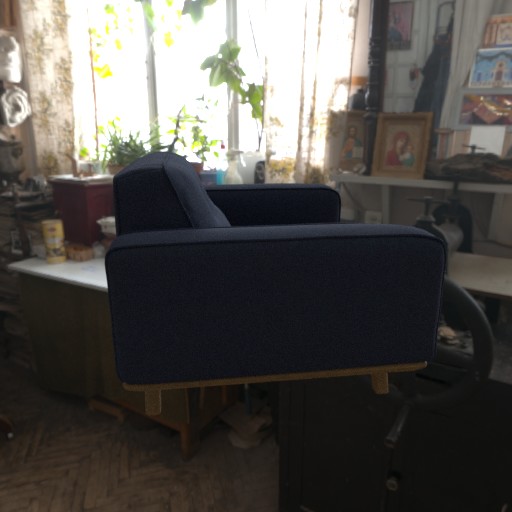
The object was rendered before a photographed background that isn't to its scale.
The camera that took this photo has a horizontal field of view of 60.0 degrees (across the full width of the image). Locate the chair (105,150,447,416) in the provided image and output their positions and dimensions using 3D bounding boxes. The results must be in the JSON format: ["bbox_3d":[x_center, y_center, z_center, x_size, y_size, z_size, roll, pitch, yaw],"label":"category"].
[{"bbox_3d":[0.000,0.000,1.739,0.953,0.783,1.118,-3,17,-8],"label":"chair"}]
